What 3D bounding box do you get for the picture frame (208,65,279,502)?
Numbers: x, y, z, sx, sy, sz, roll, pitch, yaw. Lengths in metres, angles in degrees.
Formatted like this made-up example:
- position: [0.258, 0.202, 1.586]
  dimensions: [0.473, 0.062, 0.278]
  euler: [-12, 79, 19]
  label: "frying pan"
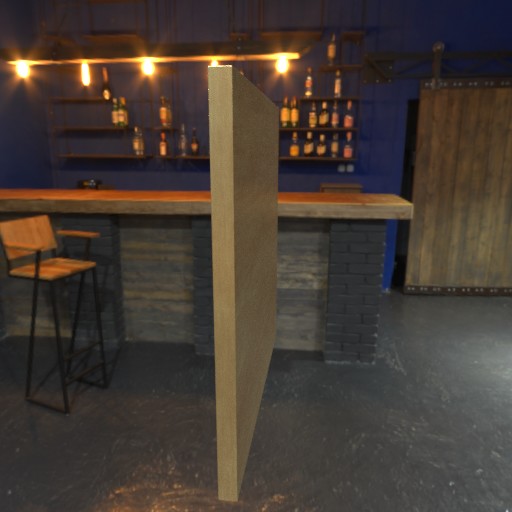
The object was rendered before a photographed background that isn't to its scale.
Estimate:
- position: [0.000, 0.000, 1.104]
  dimensions: [0.037, 0.761, 0.758]
  euler: [2, 14, 8]
  label: "picture frame"
